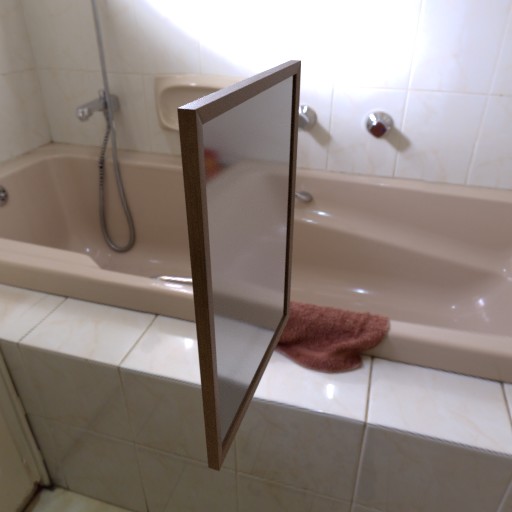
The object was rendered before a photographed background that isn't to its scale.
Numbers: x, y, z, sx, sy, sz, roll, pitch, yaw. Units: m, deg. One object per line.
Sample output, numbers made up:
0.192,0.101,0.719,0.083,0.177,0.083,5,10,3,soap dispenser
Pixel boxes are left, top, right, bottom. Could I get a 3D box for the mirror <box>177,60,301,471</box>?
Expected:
0.000,0.000,1.345,0.040,1.016,0.762,10,32,16,mirror
